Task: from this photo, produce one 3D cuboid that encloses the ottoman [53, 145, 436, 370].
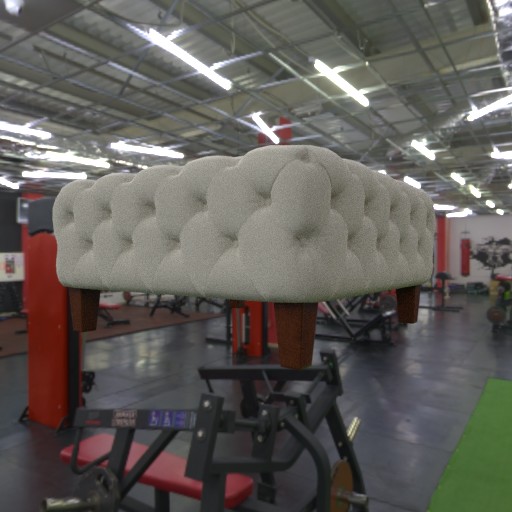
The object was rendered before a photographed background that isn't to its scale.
[{"bbox_3d":[0.000,0.000,1.182,0.755,0.376,0.753,0,0,36],"label":"ottoman"}]
